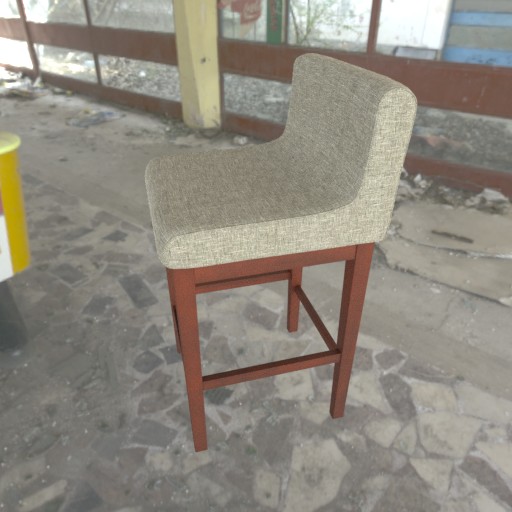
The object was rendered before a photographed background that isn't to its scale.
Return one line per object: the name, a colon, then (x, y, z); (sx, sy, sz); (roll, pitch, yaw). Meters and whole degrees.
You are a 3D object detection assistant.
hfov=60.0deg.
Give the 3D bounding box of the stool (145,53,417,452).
stool: (0.000, 0.000, 1.055); (0.459, 0.835, 0.417); (-8, 33, -13)
